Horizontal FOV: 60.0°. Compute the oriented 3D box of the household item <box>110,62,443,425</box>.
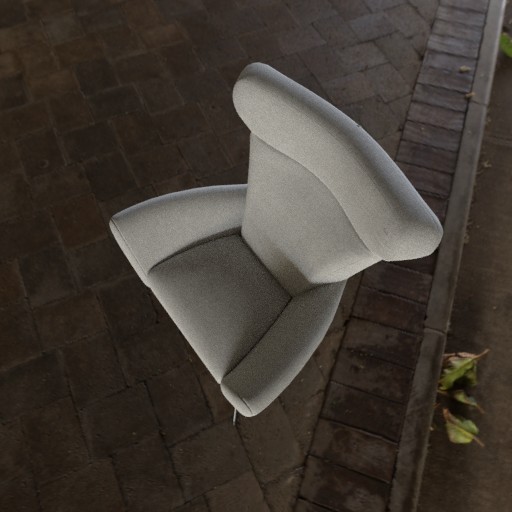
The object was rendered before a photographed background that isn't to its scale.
[{"bbox_3d":[0.000,0.000,1.812,0.900,1.050,0.980,-35,69,-16],"label":"household item"}]
